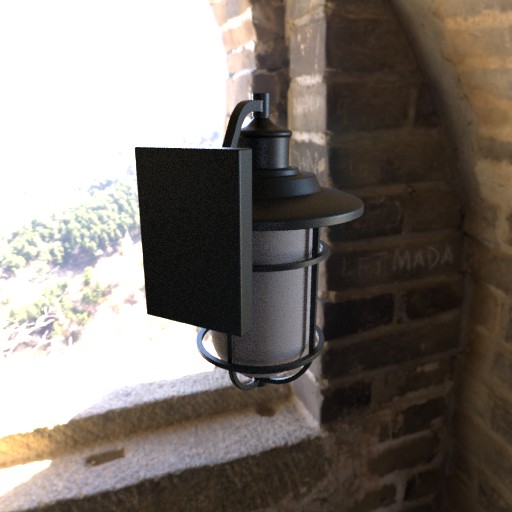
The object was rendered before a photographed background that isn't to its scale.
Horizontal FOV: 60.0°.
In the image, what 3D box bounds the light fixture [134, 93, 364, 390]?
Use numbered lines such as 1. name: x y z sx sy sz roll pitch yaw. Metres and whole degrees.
1. light fixture: 0.000 0.000 0.498 0.222 0.345 0.252 8 18 27
